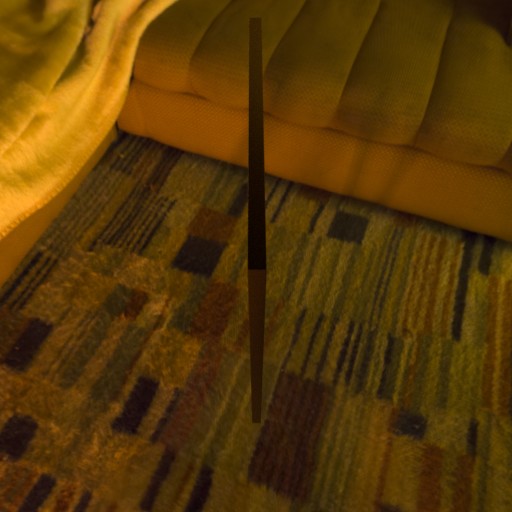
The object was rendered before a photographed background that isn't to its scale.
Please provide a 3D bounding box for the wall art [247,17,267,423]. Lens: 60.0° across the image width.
[{"bbox_3d":[0.000,0.000,0.553,0.013,0.432,0.304,0,57,0],"label":"wall art"}]
